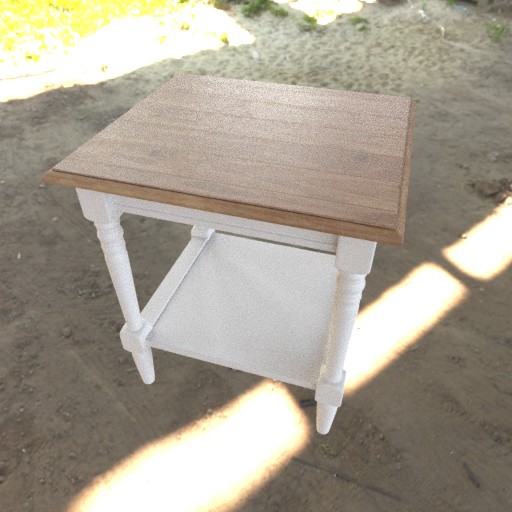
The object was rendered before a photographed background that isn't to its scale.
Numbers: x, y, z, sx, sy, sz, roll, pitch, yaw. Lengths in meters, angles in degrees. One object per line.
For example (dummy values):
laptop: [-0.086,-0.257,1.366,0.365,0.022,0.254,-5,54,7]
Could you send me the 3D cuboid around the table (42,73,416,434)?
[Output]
table: [0.000,0.000,0.924,0.508,0.561,0.457,11,42,13]
